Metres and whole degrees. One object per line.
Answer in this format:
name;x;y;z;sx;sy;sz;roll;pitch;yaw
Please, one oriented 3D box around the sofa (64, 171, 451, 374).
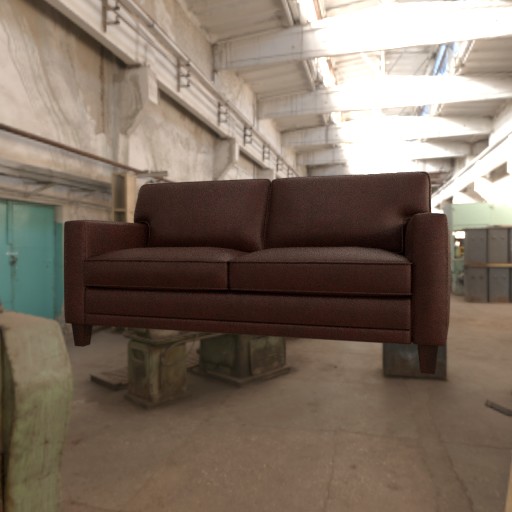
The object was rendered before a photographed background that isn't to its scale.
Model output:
sofa;0.000;0.000;2.393;1.876;0.928;0.912;0;1;17
